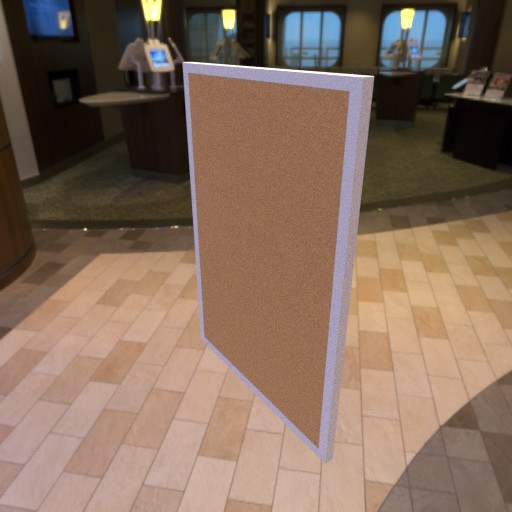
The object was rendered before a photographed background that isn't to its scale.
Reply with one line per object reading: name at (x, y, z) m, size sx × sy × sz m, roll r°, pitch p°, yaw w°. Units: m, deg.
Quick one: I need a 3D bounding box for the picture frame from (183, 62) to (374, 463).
picture frame at (0.000, 0.000, 0.555) m, size 0.013 × 0.434 × 0.305 m, roll -17°, pitch 31°, yaw -32°
